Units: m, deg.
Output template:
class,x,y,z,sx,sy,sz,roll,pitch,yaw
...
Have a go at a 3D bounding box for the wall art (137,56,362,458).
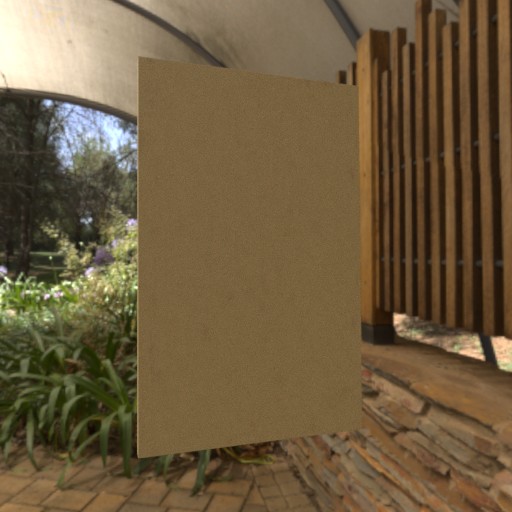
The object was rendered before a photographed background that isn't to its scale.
class,x,y,z,sx,sy,sz,roll,pitch,yaw
wall art,0.000,0.000,0.984,0.510,0.810,0.039,0,-1,-18
